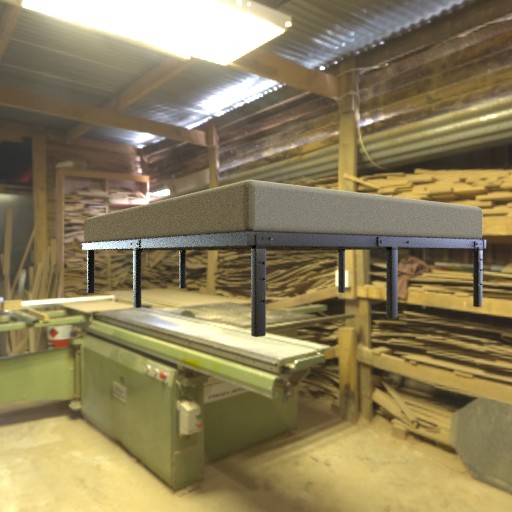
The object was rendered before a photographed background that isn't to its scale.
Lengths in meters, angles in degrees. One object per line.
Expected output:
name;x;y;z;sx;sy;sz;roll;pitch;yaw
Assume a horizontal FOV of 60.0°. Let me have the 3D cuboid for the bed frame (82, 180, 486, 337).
bed frame;0.000;0.000;3.511;1.990;0.680;2.635;0;0;-36
